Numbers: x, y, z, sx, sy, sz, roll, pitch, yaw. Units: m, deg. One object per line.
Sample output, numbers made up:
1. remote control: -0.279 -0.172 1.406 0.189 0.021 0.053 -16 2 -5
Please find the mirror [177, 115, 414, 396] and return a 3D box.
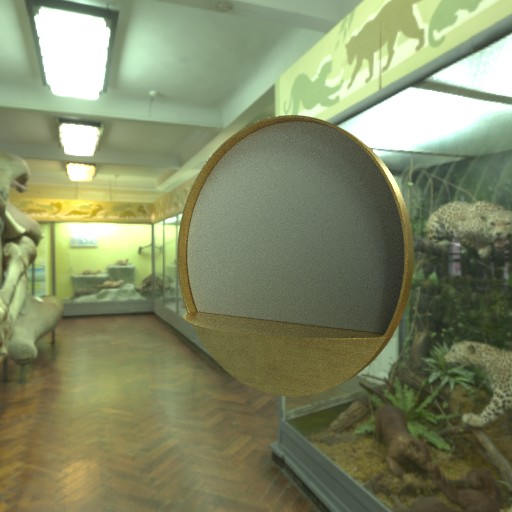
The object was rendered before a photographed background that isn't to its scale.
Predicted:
1. mirror: 0.000 0.000 0.704 0.457 0.457 0.133 0 0 38
